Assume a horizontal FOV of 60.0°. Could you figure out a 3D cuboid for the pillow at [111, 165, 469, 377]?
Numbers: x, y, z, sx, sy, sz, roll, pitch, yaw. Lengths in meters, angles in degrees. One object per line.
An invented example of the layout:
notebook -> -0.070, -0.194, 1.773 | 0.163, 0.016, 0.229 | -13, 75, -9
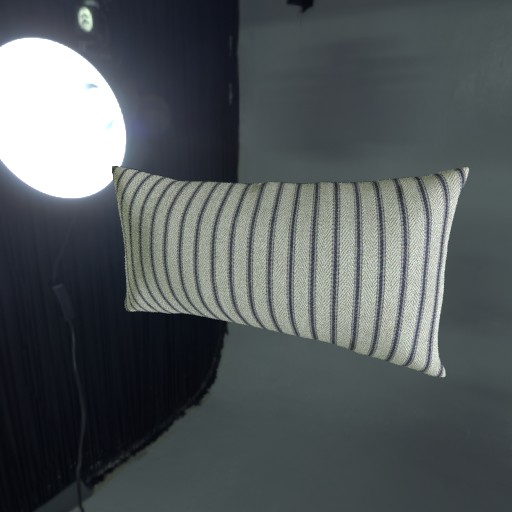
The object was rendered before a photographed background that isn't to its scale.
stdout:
pillow -> 0.000, 0.000, 0.733 | 0.609, 0.305, 0.151 | 7, 16, 26
